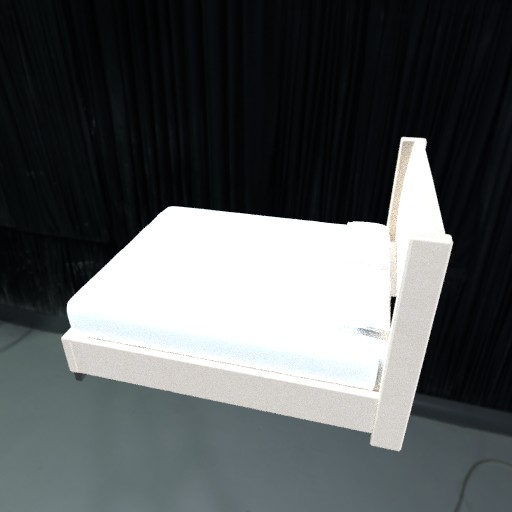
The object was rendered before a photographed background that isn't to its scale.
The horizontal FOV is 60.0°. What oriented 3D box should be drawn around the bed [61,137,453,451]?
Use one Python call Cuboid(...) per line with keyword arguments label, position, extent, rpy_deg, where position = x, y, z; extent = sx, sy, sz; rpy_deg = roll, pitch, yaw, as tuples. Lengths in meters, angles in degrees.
Cuboid(label="bed", position=(0.000, 0.000, 3.343), extent=(2.293, 1.471, 1.778), rpy_deg=(7, 31, 13))
